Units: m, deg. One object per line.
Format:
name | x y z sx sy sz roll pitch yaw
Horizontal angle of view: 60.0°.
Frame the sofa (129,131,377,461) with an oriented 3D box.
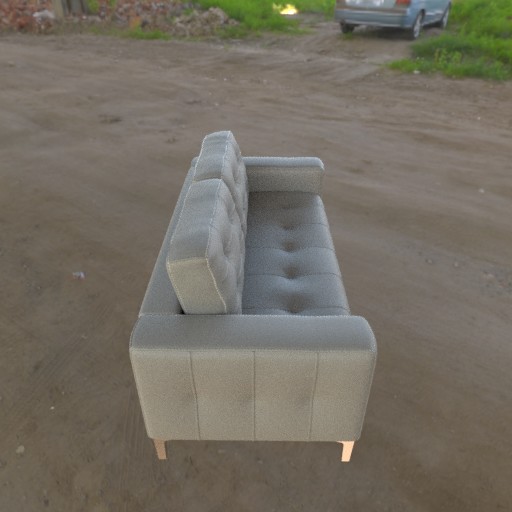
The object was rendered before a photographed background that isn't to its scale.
sofa | 0.000 0.000 2.231 0.833 0.892 1.726 0 34 1
